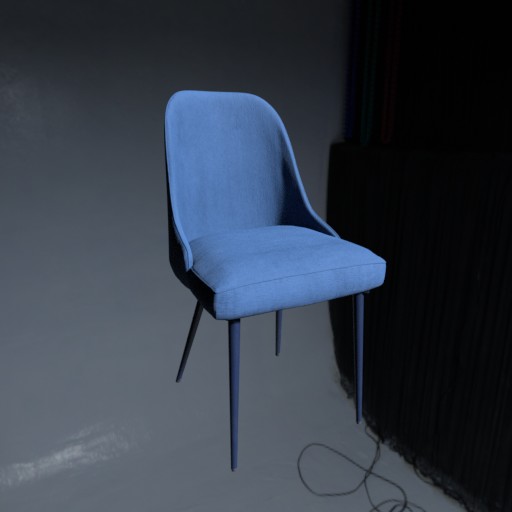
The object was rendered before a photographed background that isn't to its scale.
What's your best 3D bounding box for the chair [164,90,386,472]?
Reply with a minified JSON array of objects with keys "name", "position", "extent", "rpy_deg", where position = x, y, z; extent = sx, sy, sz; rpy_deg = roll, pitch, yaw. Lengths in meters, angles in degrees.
[{"name":"chair","position":[0.000,0.000,1.229],"extent":[0.478,0.896,0.559],"rpy_deg":[-8,18,-27]}]
